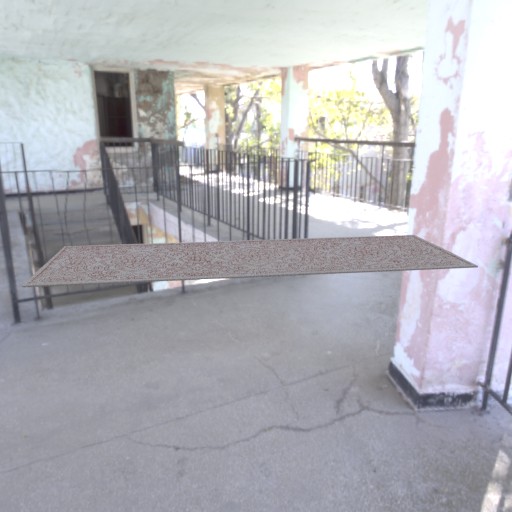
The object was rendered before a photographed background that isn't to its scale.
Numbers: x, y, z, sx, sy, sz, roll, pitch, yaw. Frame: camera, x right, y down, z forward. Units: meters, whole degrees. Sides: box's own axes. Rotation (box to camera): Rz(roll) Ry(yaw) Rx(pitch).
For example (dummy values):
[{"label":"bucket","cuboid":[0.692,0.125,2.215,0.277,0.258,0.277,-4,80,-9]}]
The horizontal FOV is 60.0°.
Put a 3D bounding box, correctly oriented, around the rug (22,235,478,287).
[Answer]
[{"label":"rug","cuboid":[0.000,0.000,2.713,2.448,0.012,0.769,-2,16,-7]}]
